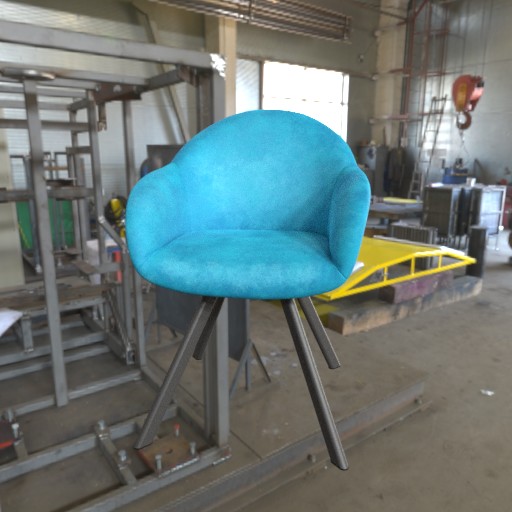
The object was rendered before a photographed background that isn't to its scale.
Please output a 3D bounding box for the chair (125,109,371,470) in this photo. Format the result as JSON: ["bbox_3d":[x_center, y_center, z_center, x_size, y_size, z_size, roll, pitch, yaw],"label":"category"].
[{"bbox_3d":[0.000,0.000,1.180,0.550,0.795,0.590,2,13,8],"label":"chair"}]
